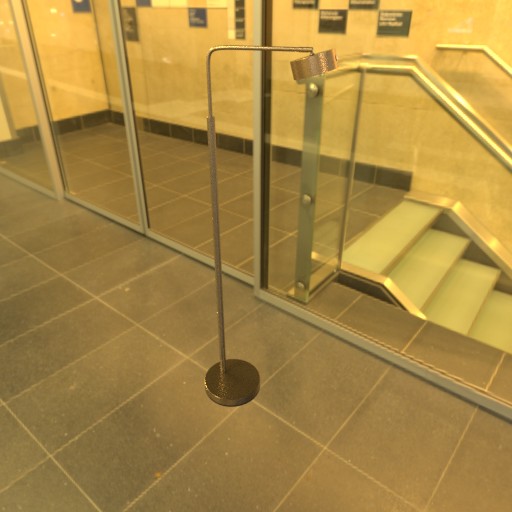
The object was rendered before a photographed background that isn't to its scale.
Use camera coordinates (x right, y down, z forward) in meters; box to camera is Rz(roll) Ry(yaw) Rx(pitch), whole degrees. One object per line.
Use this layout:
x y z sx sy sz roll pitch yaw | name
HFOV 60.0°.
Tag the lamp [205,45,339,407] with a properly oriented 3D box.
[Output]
0.000 0.000 1.434 0.418 1.230 0.219 10 31 18 | lamp
